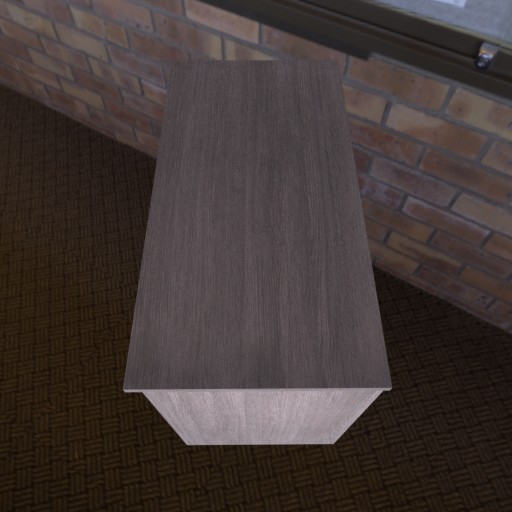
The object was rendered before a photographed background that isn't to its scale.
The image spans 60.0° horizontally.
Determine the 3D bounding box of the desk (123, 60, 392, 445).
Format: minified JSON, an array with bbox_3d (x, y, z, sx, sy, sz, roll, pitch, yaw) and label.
[{"bbox_3d":[0.000,0.000,1.521,0.560,0.735,1.097,0,59,0],"label":"desk"}]
